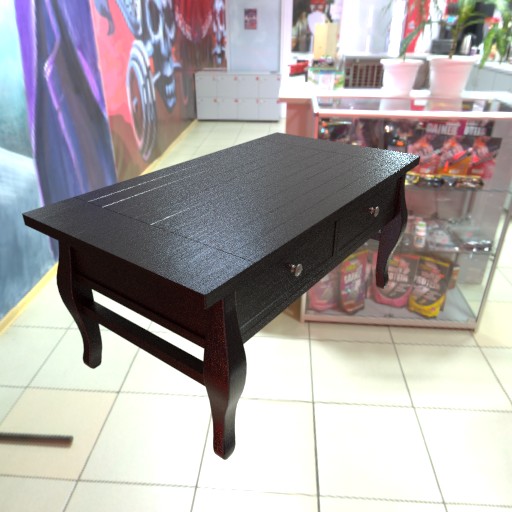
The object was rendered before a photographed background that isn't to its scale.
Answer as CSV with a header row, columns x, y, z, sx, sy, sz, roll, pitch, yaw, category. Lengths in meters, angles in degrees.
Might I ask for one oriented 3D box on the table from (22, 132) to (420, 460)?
x,y,z,sx,sy,sz,roll,pitch,yaw,category
0.000,0.000,1.380,0.600,0.494,1.062,19,34,32,table
